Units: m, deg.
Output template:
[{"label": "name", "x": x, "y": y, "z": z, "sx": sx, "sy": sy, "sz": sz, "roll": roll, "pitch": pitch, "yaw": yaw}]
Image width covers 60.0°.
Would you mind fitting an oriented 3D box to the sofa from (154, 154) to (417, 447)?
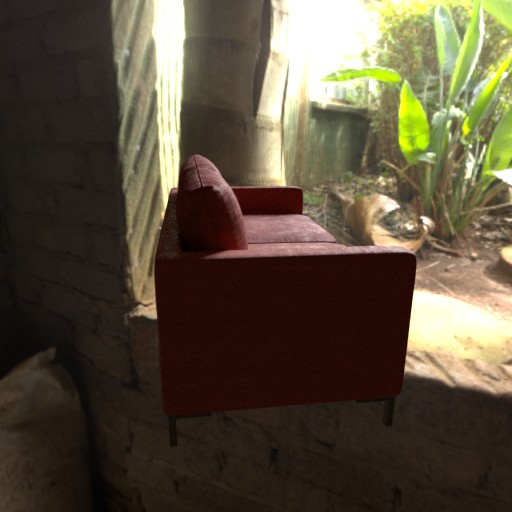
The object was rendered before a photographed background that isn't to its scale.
[{"label": "sofa", "x": 0.000, "y": 0.000, "z": 2.156, "sx": 0.864, "sy": 0.896, "sz": 1.574, "roll": -2, "pitch": 16, "yaw": -8}]
